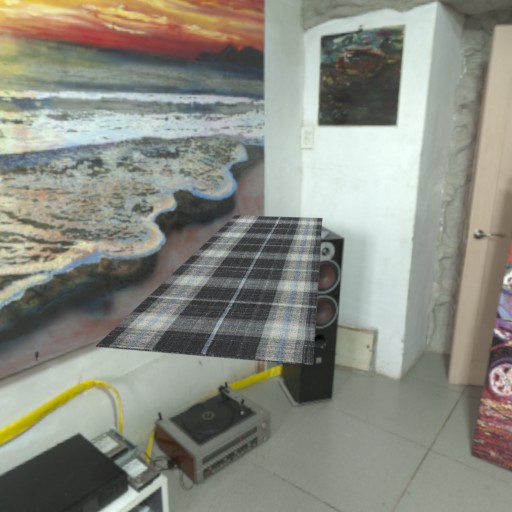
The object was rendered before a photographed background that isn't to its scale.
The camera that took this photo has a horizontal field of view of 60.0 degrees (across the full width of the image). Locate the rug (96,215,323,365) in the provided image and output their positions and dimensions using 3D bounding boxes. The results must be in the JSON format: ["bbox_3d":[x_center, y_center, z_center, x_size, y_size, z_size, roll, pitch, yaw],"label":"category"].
[{"bbox_3d":[0.000,0.000,2.643,0.760,0.012,2.434,3,16,9],"label":"rug"}]
